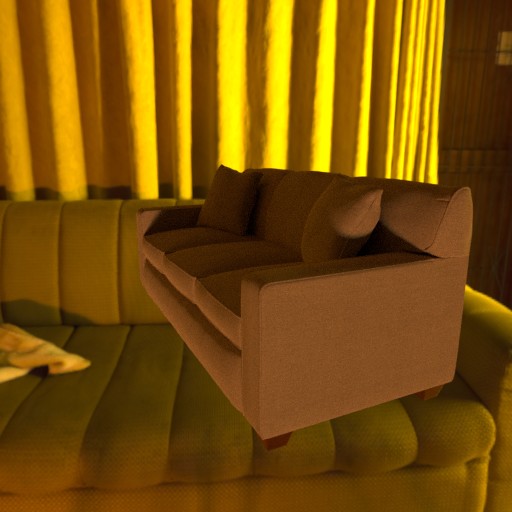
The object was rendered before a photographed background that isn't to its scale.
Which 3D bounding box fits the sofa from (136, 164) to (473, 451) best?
[{"bbox_3d":[0.000,0.000,2.503,0.997,0.958,2.024,-7,15,-25],"label":"sofa"}]
